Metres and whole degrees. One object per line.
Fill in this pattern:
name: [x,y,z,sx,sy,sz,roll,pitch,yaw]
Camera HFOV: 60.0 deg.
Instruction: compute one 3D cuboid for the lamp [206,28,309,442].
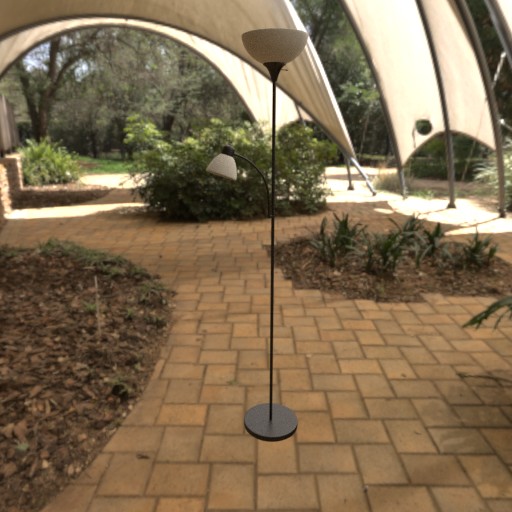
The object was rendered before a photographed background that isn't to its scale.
lamp: [0.000,0.000,1.975,0.442,1.804,0.279,-8,18,-27]
